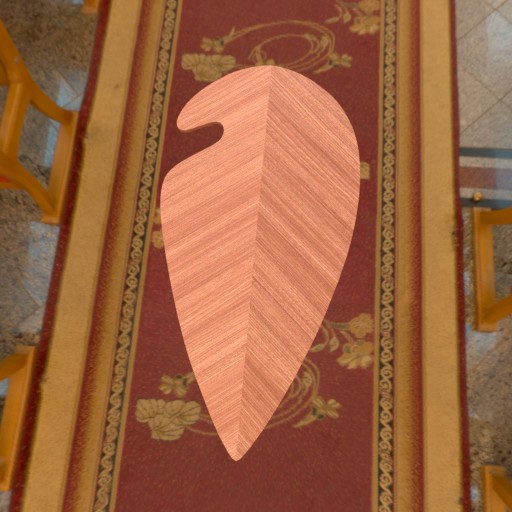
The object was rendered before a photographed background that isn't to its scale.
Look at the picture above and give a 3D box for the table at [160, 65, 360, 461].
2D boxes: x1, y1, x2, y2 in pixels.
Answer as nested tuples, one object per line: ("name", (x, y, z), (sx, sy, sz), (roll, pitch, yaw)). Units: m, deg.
("table", (0.000, 0.000, 1.477), (0.598, 0.360, 1.199), (5, 76, 1))
